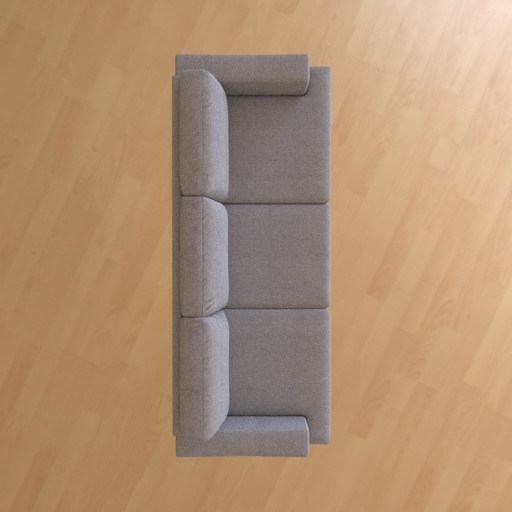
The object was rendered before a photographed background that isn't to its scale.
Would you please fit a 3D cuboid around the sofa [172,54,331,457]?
[{"bbox_3d":[0.000,0.000,2.681,0.920,0.810,2.310,0,90,0],"label":"sofa"}]
